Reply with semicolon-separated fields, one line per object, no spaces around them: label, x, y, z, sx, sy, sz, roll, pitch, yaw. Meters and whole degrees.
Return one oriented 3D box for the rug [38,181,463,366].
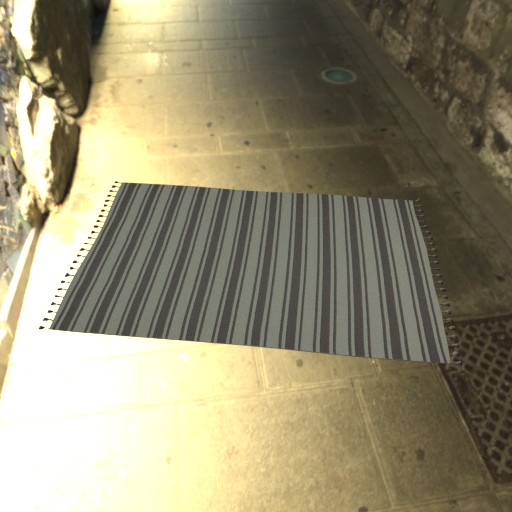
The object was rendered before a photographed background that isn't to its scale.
rug;0.000;0.000;2.567;2.096;0.011;1.229;4;47;4
